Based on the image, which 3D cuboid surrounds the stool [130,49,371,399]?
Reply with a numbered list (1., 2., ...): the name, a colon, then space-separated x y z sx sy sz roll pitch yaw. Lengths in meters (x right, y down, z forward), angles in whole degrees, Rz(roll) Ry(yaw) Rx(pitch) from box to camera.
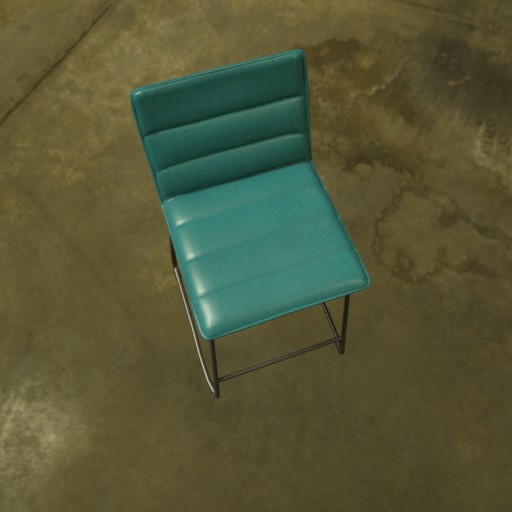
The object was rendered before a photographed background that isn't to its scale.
1. stool: 0.000 0.000 1.209 0.489 0.866 0.524 -17 65 -8
